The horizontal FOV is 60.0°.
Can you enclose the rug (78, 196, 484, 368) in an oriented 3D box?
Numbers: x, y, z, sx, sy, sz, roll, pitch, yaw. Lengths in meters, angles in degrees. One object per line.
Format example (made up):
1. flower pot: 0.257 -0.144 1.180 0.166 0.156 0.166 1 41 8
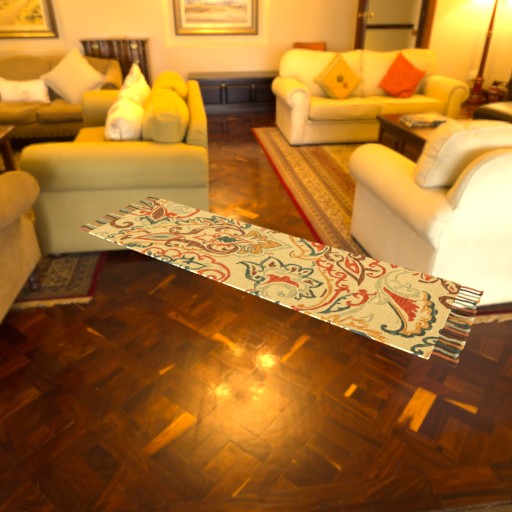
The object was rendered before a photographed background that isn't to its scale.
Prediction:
1. rug: 0.000 0.000 2.945 2.682 0.015 0.763 18 34 28
